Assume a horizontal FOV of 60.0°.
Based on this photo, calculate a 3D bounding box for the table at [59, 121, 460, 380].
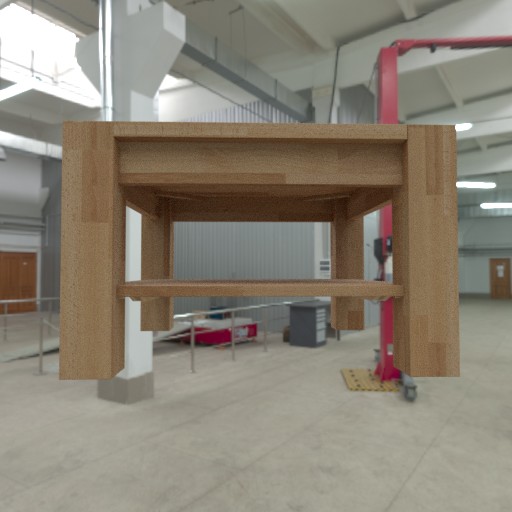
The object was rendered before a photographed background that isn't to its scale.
[{"bbox_3d":[0.000,0.000,1.129,0.700,0.451,0.700,0,-2,-2],"label":"table"}]
